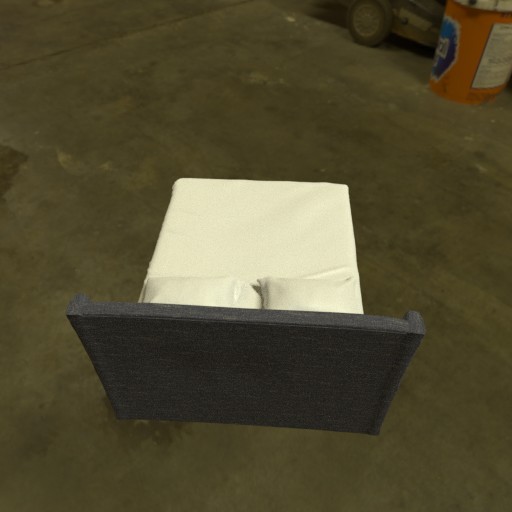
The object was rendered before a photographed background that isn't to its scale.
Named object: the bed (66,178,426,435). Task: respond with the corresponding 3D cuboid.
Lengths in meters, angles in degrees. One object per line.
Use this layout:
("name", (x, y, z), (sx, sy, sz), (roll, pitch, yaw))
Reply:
("bed", (0.000, 0.000, 3.554), (1.925, 1.332, 2.276), (3, 46, 3))
